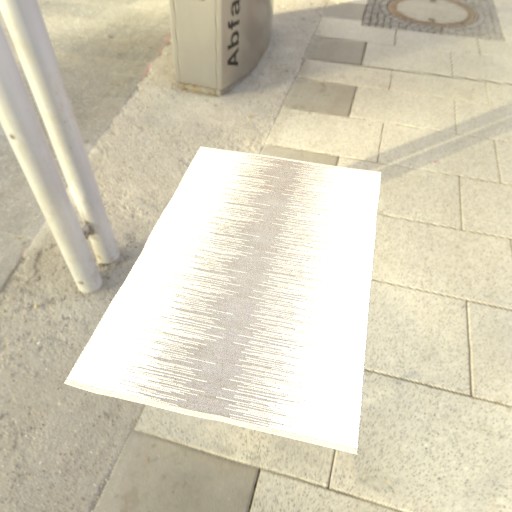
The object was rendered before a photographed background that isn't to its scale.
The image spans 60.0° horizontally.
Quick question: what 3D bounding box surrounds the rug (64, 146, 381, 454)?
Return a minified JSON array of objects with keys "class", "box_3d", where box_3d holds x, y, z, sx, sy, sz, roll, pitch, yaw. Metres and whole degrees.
[{"class":"rug","box_3d":[0.000,0.000,2.360,1.226,0.007,1.815,10,48,9]}]
